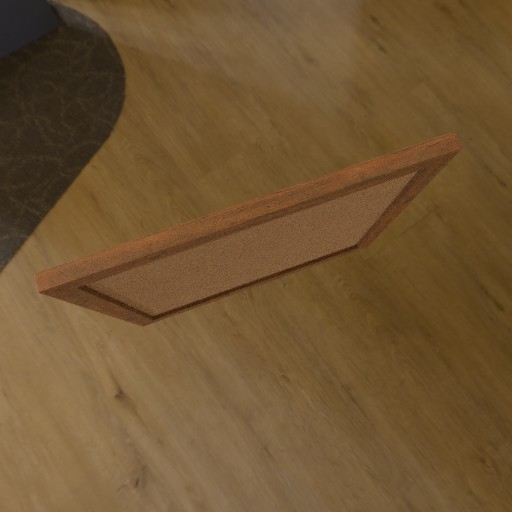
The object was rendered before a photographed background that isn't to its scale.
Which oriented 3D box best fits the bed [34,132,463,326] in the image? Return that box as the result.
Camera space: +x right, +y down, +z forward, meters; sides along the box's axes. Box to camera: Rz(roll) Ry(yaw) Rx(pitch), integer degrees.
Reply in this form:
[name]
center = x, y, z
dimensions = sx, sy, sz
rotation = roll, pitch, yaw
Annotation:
[bed]
center = 0.000, 0.000, 1.489
dimensions = 1.046, 0.942, 0.046
rotation = -19, 77, -5
